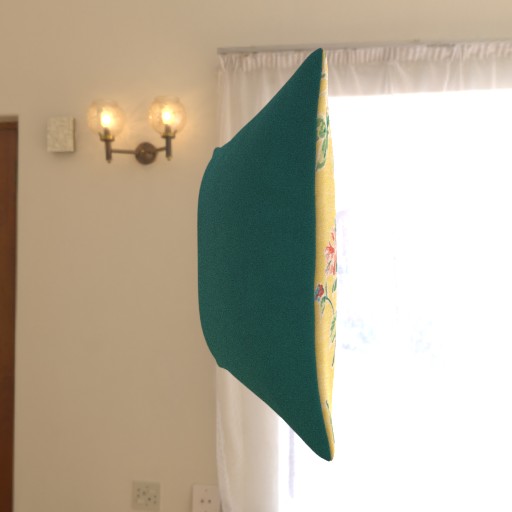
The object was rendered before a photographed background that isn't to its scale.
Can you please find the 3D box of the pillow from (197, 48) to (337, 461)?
[{"bbox_3d":[0.000,0.000,0.785,0.166,0.508,0.525,0,-1,-19],"label":"pillow"}]
